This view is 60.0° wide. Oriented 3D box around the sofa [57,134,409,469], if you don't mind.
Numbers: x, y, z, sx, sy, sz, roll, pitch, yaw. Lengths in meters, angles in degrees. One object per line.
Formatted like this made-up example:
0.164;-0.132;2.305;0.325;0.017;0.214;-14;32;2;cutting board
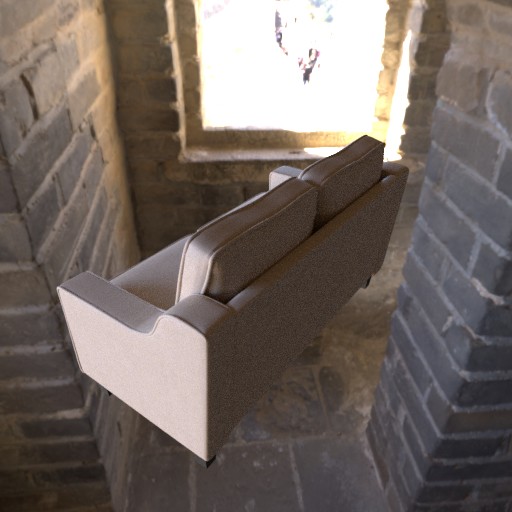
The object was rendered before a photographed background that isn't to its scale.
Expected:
0.000;0.000;3.463;1.351;1.562;2.587;22;38;30;sofa
